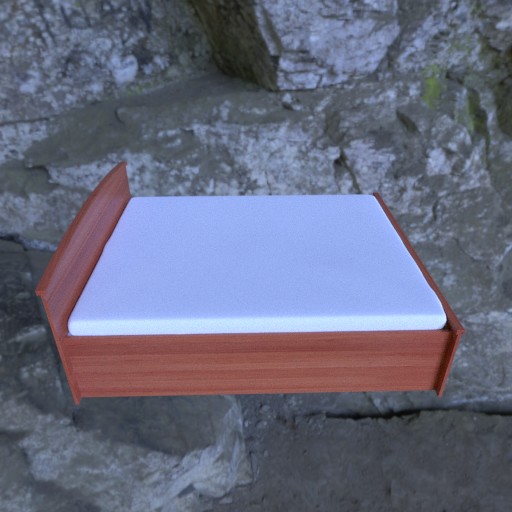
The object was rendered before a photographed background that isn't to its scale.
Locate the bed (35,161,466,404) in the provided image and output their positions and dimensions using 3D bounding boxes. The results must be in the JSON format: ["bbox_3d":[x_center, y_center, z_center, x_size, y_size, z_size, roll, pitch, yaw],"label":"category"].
[{"bbox_3d":[0.000,0.000,2.939,2.053,0.848,1.683,-1,32,-1],"label":"bed"}]
